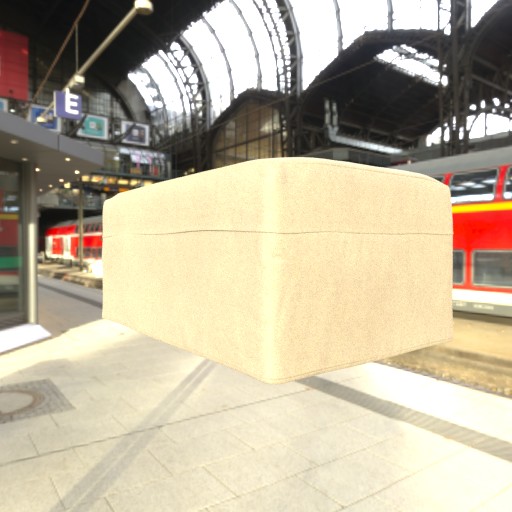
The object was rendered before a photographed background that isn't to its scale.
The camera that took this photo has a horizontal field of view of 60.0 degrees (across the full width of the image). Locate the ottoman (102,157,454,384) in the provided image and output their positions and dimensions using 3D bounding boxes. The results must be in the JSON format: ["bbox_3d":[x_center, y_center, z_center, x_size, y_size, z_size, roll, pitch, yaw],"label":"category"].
[{"bbox_3d":[0.000,0.000,1.229,0.590,0.444,0.872,-1,2,-37],"label":"ottoman"}]
